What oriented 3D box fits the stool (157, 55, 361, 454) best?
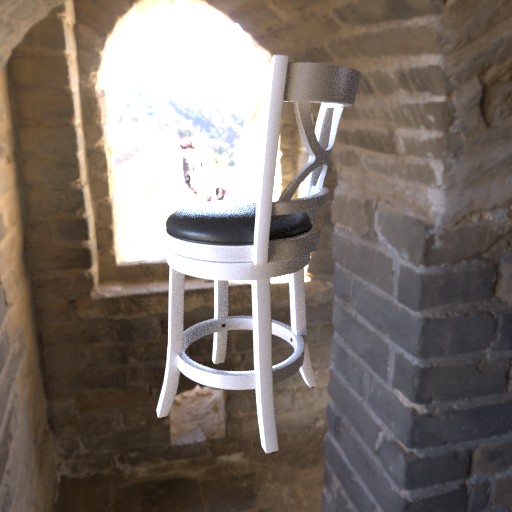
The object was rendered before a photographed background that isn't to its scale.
[{"bbox_3d":[0.000,0.000,1.230,0.508,0.953,0.444,7,18,24],"label":"stool"}]
